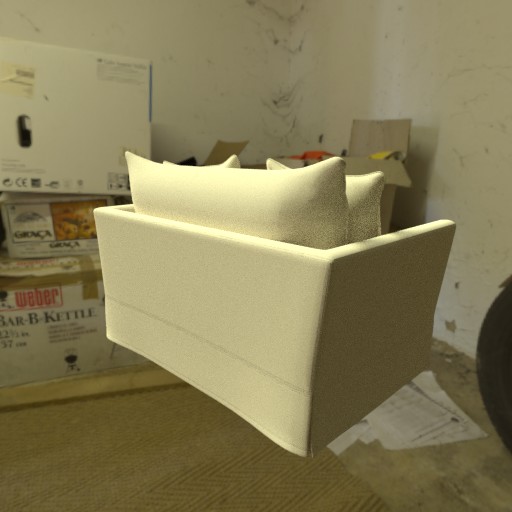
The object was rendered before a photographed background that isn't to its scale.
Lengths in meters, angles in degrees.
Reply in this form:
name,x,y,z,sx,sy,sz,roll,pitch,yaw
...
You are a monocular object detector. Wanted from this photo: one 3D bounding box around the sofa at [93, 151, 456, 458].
name,x,y,z,sx,sy,sz,roll,pitch,yaw
sofa,0.000,0.000,2.273,1.026,1.039,1.608,-13,19,-43
